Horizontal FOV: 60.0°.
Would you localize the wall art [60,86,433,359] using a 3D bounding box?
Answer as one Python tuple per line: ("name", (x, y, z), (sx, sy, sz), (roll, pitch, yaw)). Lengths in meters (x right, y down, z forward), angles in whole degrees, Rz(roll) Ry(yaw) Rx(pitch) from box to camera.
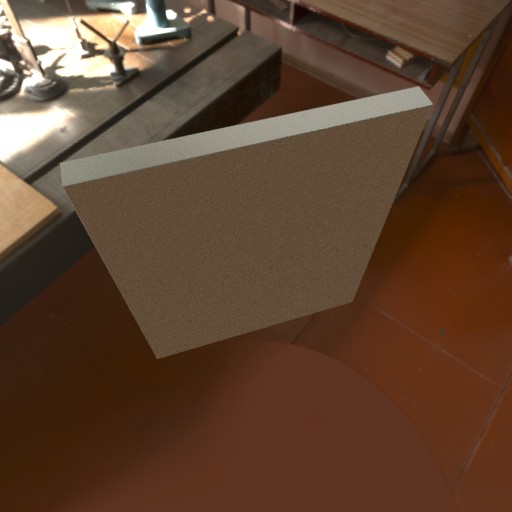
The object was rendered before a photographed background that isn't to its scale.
("wall art", (0.000, 0.000, 0.758), (0.452, 0.549, 0.038), (-15, 59, -9))
